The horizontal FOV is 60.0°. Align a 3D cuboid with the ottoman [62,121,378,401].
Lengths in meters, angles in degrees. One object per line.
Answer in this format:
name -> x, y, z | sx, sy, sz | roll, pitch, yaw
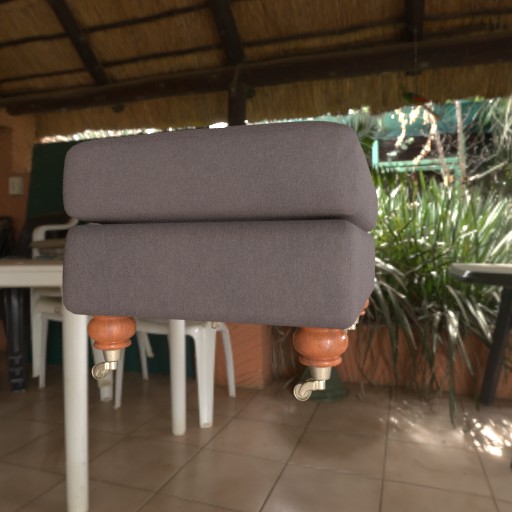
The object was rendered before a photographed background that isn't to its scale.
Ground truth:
ottoman -> 0.000, 0.000, 1.116 | 0.574, 0.497, 0.773 | 0, 1, 18
